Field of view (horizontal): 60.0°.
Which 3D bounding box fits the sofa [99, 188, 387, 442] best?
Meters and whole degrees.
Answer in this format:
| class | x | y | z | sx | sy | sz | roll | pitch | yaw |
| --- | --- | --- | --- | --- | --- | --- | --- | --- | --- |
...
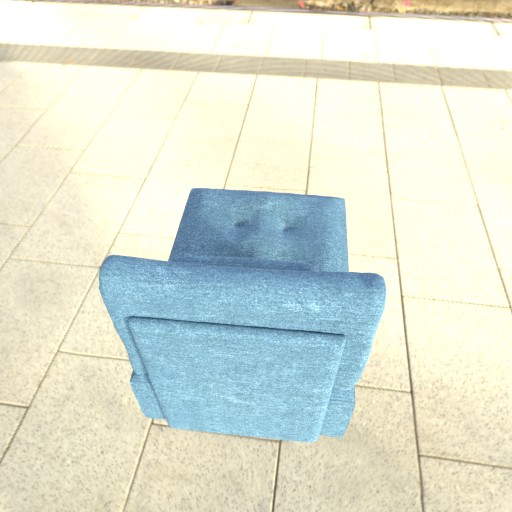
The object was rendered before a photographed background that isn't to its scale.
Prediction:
| class | x | y | z | sx | sy | sz | roll | pitch | yaw |
| --- | --- | --- | --- | --- | --- | --- | --- | --- | --- |
| sofa | 0.000 | 0.000 | 1.575 | 0.700 | 0.820 | 1.000 | 4 | 47 | 4 |
